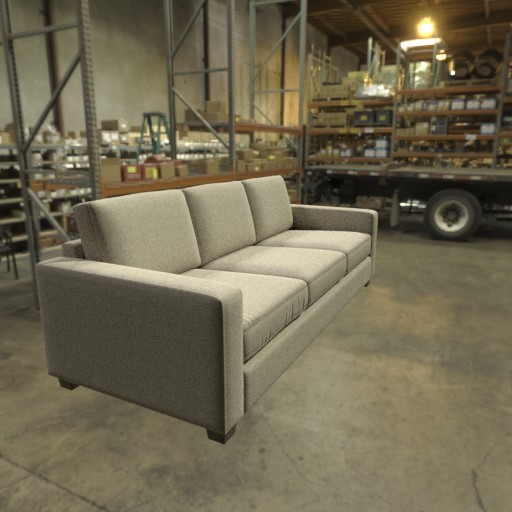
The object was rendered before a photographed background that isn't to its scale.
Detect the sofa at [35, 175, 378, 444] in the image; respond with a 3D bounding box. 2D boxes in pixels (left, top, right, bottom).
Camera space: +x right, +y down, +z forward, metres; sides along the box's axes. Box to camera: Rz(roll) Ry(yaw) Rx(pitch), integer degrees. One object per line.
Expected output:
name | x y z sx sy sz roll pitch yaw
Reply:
sofa | 0.000 0.000 2.524 0.900 0.800 2.160 7 16 27
